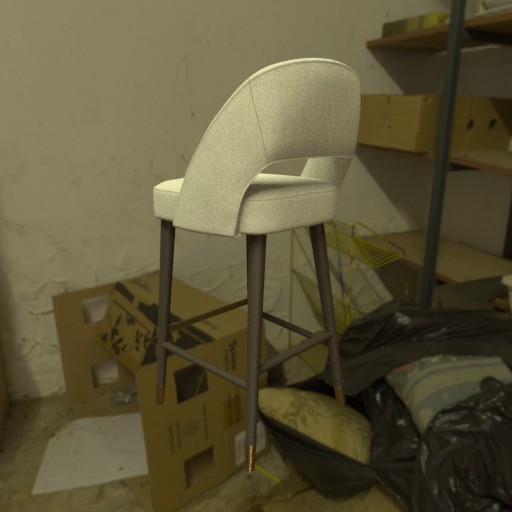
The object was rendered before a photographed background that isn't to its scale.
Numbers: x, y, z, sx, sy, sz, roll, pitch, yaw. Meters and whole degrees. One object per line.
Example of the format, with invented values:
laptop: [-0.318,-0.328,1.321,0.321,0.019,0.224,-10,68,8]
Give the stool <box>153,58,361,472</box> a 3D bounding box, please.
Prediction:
stool: [0.000,0.000,1.328,0.494,1.037,0.509,-15,21,-43]
